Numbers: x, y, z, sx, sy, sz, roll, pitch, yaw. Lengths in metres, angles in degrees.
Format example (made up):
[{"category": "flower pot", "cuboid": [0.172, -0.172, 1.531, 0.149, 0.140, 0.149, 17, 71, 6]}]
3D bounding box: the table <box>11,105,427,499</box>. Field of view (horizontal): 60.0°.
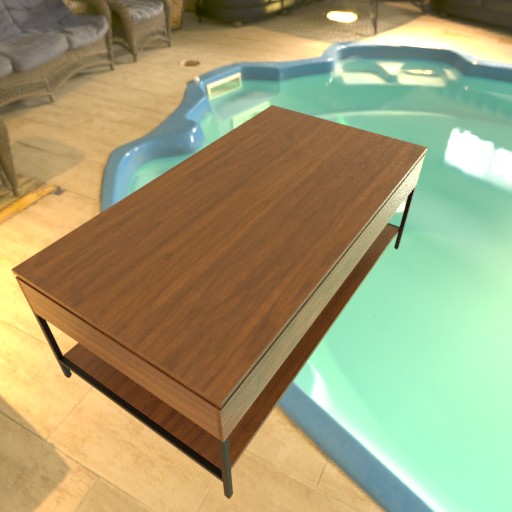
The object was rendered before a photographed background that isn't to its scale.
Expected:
[{"category": "table", "cuboid": [0.000, 0.000, 1.310, 0.574, 0.414, 1.057, 24, 47, 25]}]
